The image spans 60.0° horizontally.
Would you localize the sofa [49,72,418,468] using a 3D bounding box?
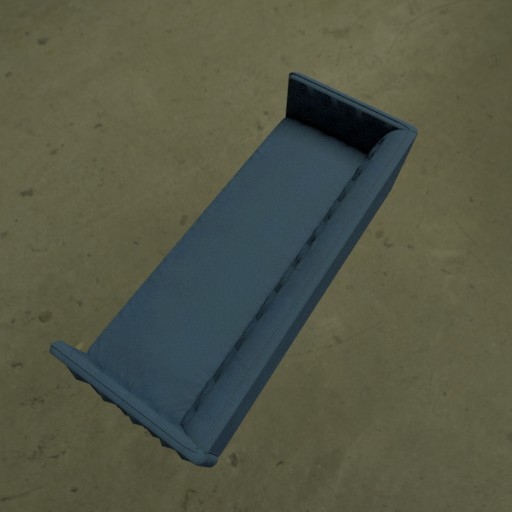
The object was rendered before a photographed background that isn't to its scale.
[{"bbox_3d":[0.000,0.000,2.641,0.895,0.771,2.209,31,68,14],"label":"sofa"}]
